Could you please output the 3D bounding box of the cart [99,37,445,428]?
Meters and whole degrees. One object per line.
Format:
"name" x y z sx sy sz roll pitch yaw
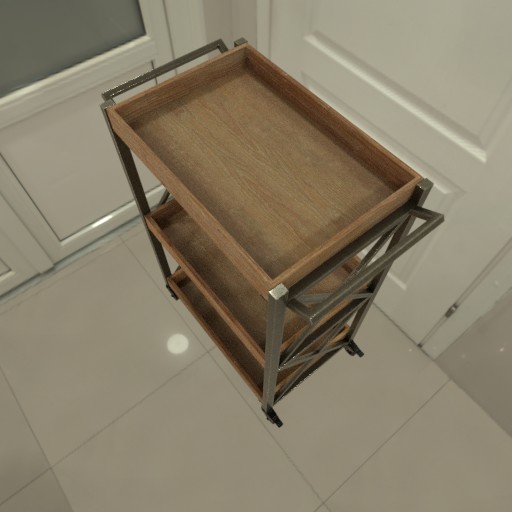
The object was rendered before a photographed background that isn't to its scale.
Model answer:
"cart" 0.000 0.000 1.199 0.377 0.835 0.673 -34 64 -19
